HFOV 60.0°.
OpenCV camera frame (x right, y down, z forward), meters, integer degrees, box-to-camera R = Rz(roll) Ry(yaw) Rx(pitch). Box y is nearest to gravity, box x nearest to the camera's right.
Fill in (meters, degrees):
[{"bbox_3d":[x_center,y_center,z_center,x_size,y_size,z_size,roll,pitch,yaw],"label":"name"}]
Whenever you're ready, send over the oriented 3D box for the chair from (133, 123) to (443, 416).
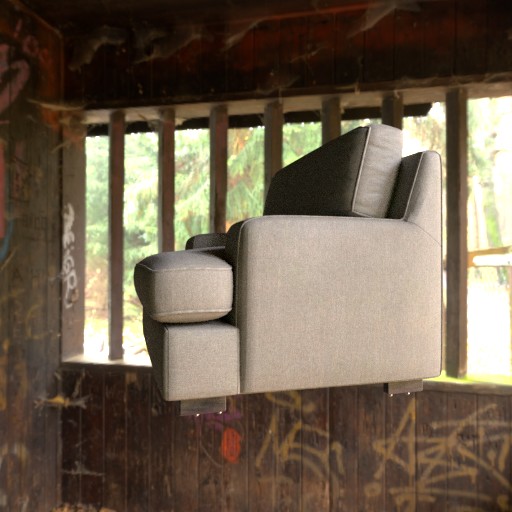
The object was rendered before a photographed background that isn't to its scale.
[{"bbox_3d":[0.000,0.000,1.977,1.043,0.974,1.270,0,0,-17],"label":"chair"}]
